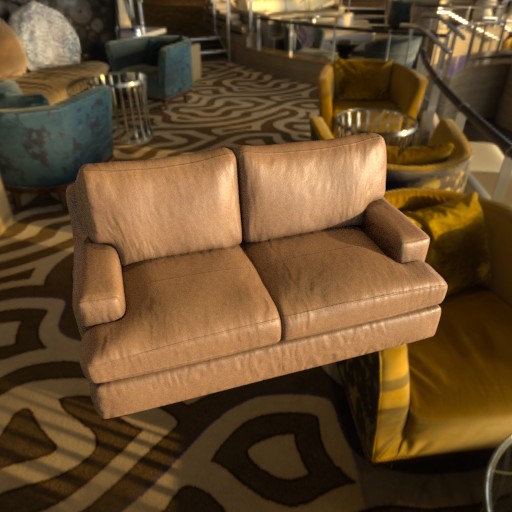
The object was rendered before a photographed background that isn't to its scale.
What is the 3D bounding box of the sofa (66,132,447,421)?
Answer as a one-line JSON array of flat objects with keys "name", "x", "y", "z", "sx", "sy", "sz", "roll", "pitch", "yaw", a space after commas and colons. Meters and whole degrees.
[{"name": "sofa", "x": 0.000, "y": 0.000, "z": 2.374, "sx": 1.855, "sy": 0.980, "sz": 0.962, "roll": -10, "pitch": 35, "yaw": -15}]
